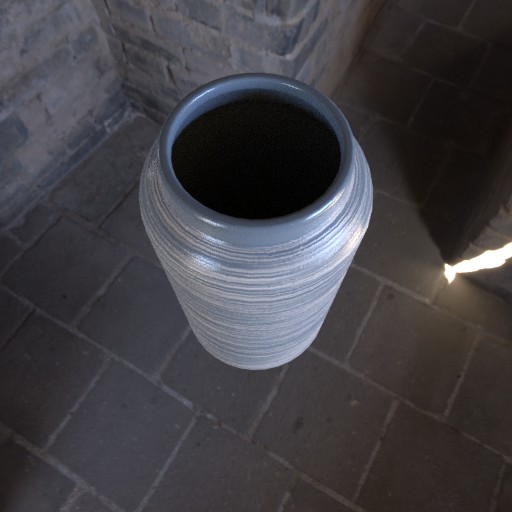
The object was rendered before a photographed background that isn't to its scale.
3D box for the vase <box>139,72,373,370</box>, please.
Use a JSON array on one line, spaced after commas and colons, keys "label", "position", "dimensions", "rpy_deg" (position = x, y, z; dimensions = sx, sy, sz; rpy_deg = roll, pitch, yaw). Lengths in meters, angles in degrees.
[{"label": "vase", "position": [0.000, 0.000, 0.295], "dimensions": [0.116, 0.230, 0.116], "rpy_deg": [0, 65, 0]}]
